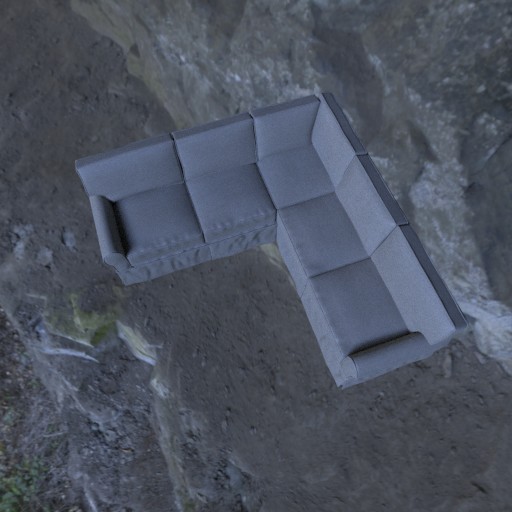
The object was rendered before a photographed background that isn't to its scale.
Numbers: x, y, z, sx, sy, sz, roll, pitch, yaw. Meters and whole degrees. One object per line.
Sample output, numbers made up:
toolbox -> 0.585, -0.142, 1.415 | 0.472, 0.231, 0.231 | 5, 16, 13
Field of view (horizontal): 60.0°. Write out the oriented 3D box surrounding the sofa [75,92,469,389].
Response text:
sofa -> 0.000, 0.000, 4.026 | 2.618, 1.081, 2.623 | -18, 65, -9
